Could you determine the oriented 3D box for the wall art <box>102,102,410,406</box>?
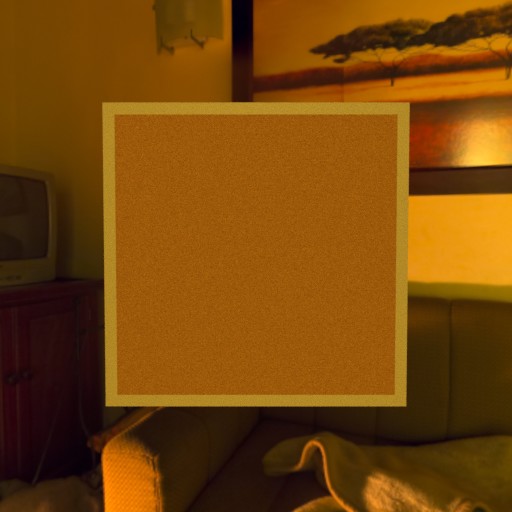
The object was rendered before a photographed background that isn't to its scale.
[{"bbox_3d":[0.000,0.000,0.670,0.456,0.457,0.009,0,2,0],"label":"wall art"}]
